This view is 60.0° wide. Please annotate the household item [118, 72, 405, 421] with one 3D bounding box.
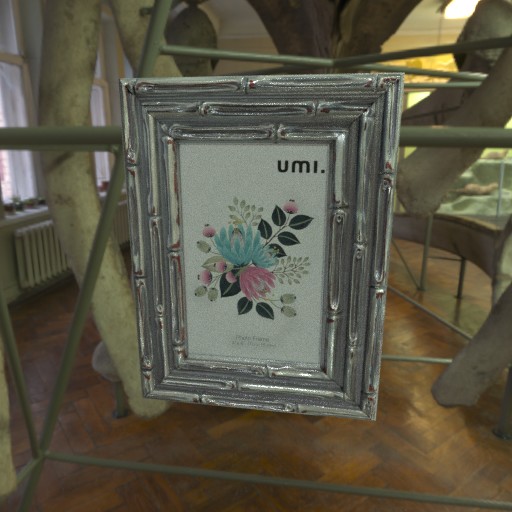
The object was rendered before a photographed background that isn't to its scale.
[{"bbox_3d":[0.000,0.000,0.287,0.165,0.216,0.025,2,15,9],"label":"household item"}]
